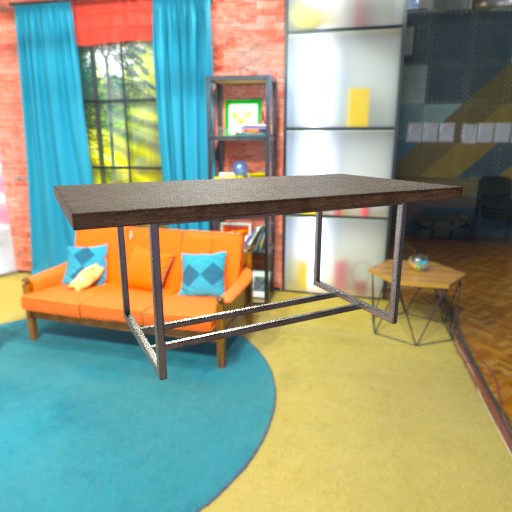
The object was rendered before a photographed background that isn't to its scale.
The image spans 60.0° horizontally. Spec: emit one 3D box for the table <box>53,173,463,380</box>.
[{"bbox_3d":[0.000,0.000,2.545,1.989,0.795,1.078,-7,16,-26],"label":"table"}]
